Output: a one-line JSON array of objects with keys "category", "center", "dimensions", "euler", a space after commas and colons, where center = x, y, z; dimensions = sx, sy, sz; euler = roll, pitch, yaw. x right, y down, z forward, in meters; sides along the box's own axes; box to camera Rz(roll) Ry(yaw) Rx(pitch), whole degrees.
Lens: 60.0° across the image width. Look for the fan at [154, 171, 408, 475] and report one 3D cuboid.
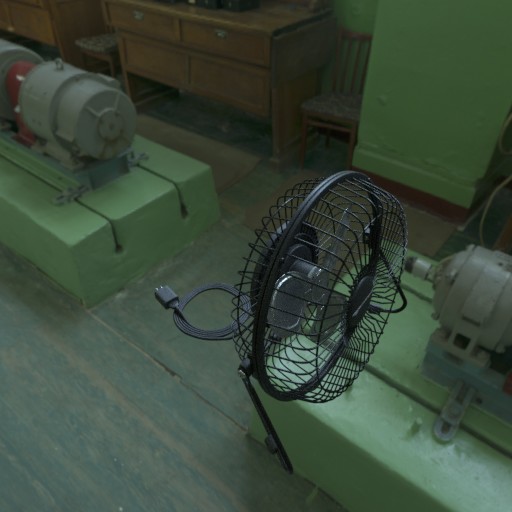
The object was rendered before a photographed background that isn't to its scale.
[{"category": "fan", "center": [0.000, 0.000, 0.381], "dimensions": [0.227, 0.188, 0.209], "euler": [26, 47, 27]}]
